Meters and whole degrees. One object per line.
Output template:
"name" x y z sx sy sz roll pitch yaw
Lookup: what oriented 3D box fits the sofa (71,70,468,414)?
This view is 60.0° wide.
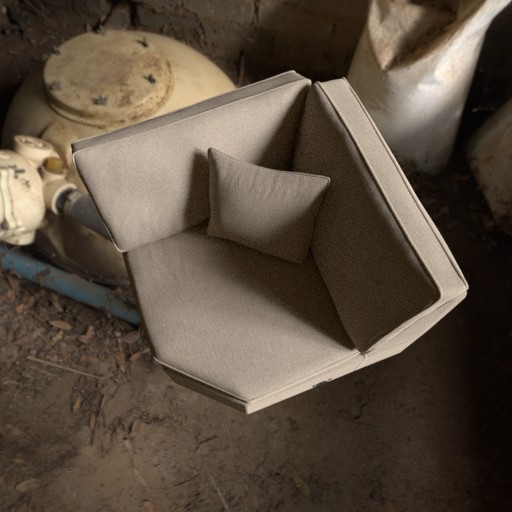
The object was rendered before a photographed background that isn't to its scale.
"sofa" 0.000 0.000 1.783 1.050 0.937 1.042 -19 65 -9
